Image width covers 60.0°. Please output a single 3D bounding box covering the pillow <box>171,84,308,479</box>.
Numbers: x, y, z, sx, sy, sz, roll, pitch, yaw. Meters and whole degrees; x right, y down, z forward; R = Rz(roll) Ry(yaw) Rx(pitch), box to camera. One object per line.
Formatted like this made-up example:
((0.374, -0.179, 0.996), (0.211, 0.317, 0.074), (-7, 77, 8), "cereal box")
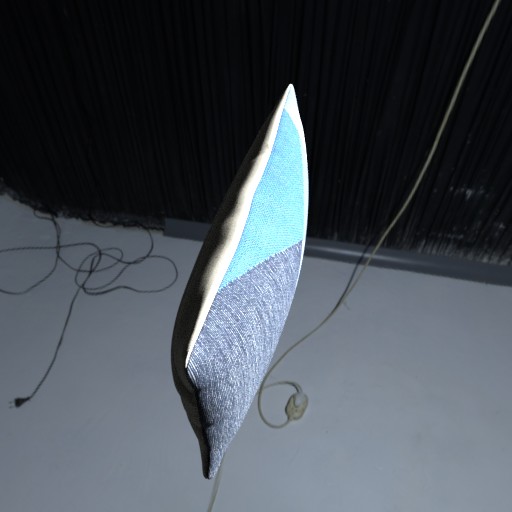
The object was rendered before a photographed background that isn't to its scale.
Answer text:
((0.000, 0.000, 0.717), (0.148, 0.307, 0.604), (9, 47, 9), "pillow")
